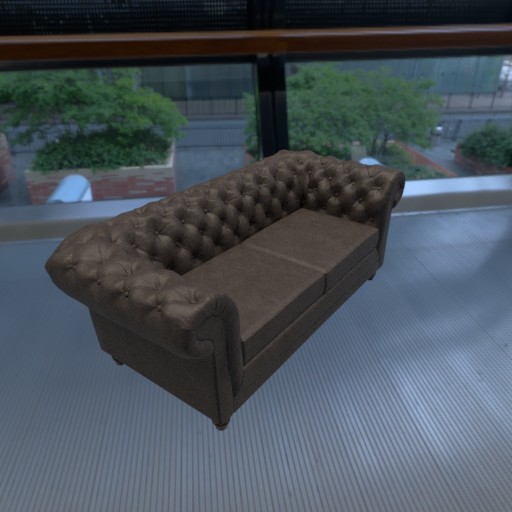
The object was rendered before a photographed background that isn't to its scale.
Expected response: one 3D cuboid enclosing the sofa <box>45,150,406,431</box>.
[{"bbox_3d":[0.000,0.000,2.546,0.944,0.779,2.048,19,34,32],"label":"sofa"}]
